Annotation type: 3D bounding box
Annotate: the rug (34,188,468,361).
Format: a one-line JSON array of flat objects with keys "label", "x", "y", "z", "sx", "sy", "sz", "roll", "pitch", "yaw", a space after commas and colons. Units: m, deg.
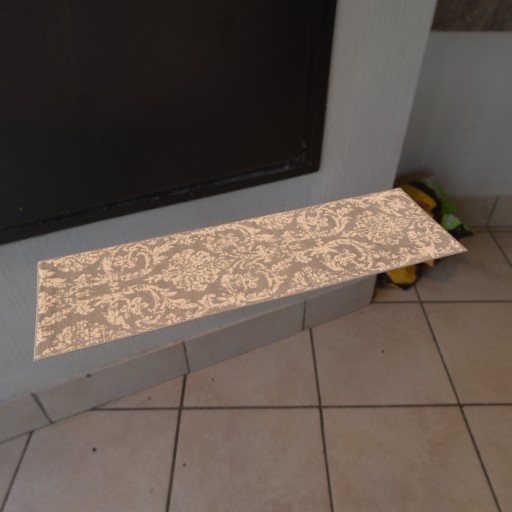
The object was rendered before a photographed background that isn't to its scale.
[{"label": "rug", "x": 0.000, "y": 0.000, "z": 2.359, "sx": 2.196, "sy": 0.011, "sz": 0.662, "roll": -13, "pitch": 43, "yaw": -14}]
